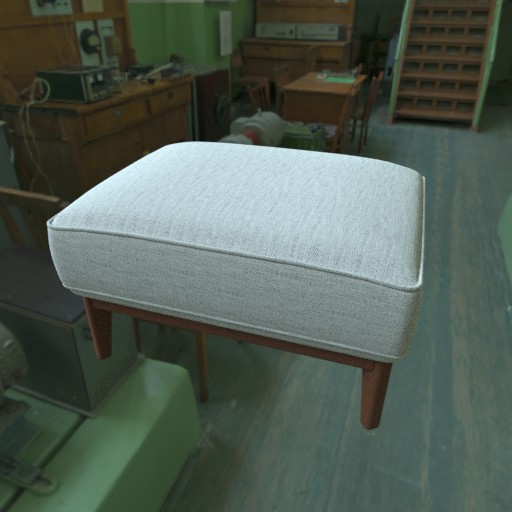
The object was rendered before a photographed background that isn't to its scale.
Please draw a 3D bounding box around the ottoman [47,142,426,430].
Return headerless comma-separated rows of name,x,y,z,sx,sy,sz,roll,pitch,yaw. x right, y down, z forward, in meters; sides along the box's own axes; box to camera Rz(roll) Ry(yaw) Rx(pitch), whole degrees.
ottoman,0.000,0.000,1.161,0.794,0.465,0.594,10,32,16
